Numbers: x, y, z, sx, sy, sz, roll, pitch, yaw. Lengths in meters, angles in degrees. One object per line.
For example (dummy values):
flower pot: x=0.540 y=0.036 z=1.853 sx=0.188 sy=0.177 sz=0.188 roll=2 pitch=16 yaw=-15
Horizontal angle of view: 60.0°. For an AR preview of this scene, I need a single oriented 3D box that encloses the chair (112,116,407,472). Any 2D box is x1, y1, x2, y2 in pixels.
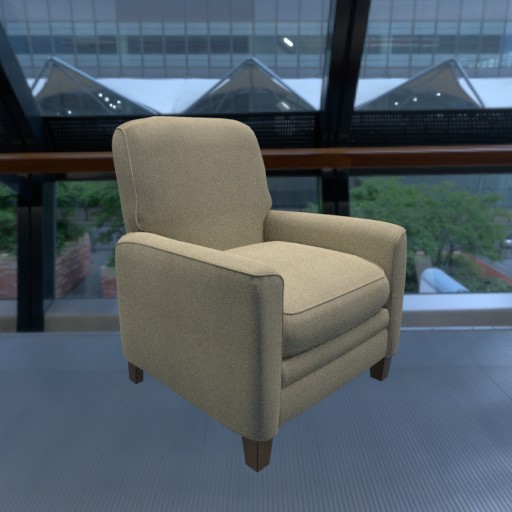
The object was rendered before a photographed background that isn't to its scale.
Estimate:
chair: x=0.000 y=0.000 z=1.652 sx=0.853 sy=1.006 sz=0.850 roll=14 pitch=21 yaw=43
